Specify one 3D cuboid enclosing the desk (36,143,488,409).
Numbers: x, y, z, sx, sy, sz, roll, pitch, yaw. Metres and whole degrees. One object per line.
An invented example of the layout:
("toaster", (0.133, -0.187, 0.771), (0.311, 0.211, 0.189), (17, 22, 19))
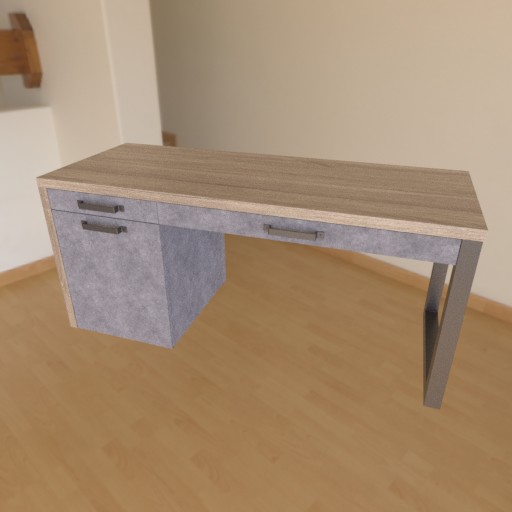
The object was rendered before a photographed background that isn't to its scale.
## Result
("desk", (0.000, 0.000, 2.028), (1.700, 0.760, 0.690), (9, 28, 16))
